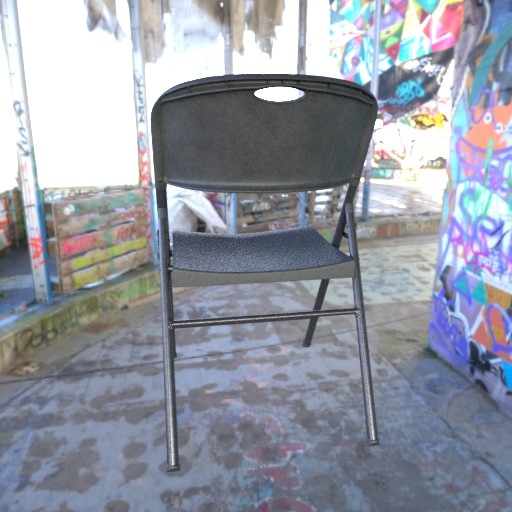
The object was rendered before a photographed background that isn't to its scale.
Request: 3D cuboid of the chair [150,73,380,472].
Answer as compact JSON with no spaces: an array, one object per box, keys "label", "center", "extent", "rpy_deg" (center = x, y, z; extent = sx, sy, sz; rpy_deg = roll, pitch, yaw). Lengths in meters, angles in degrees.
[{"label":"chair","center":[0.000,0.000,1.151],"extent":[0.494,0.810,0.567],"rpy_deg":[-3,14,-10]}]
